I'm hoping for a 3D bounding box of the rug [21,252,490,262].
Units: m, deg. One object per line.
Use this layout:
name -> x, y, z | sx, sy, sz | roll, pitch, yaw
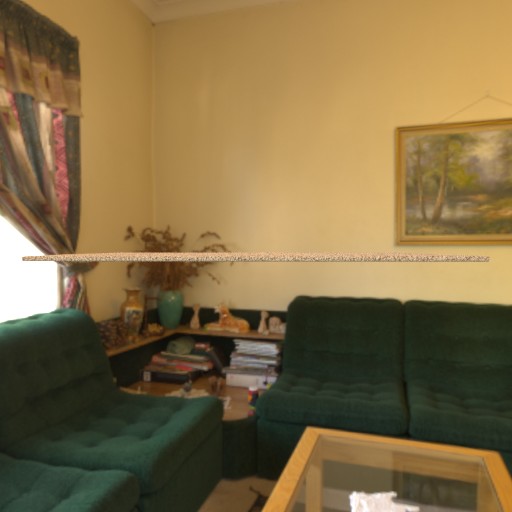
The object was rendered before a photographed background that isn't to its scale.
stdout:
rug -> 0.000, 0.000, 3.049 | 2.438, 0.030, 1.524 | 0, 1, 1
